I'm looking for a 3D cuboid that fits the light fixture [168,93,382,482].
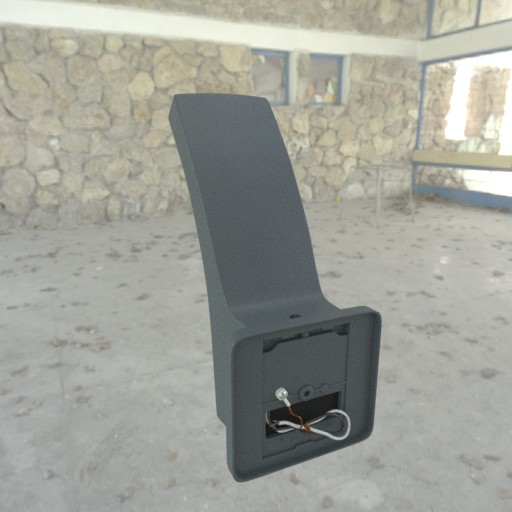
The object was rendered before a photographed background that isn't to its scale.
[{"bbox_3d":[0.000,0.000,0.336,0.108,0.243,0.174,-7,17,-24],"label":"light fixture"}]
